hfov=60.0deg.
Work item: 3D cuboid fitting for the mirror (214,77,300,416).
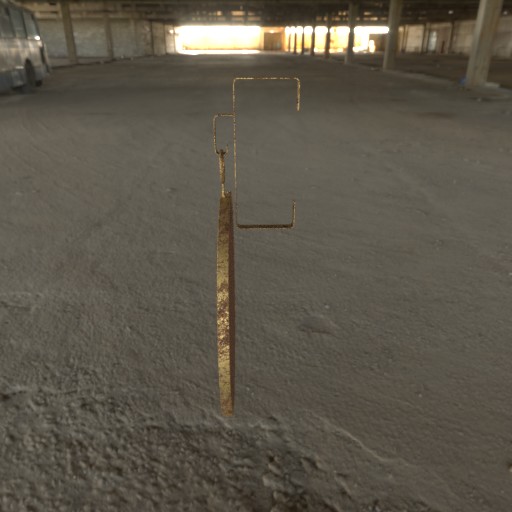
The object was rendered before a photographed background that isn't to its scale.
[{"bbox_3d":[0.000,0.000,0.869,0.144,0.651,0.447,-1,26,-1],"label":"mirror"}]
